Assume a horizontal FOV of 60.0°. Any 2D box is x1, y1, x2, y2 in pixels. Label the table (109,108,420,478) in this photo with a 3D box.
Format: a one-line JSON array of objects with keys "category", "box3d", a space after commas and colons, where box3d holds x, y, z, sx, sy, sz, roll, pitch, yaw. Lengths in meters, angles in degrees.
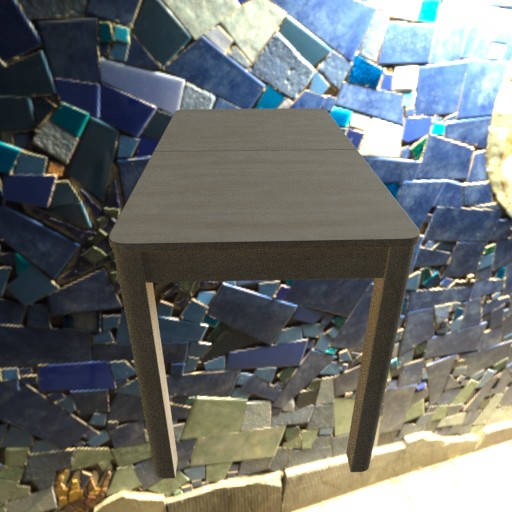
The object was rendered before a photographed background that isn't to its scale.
[{"category": "table", "box3d": [0.000, 0.000, 1.859, 0.750, 0.900, 1.400, -1, 30, -2]}]
